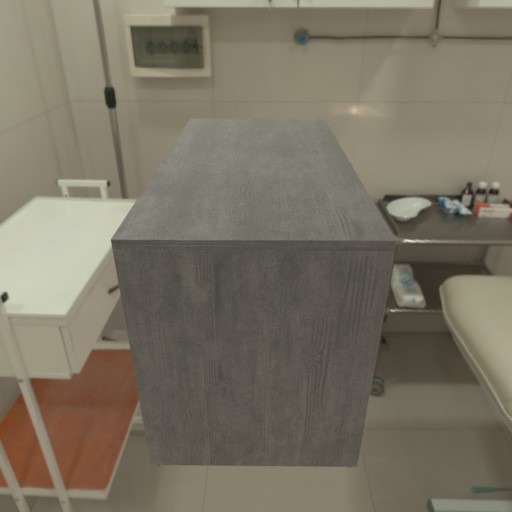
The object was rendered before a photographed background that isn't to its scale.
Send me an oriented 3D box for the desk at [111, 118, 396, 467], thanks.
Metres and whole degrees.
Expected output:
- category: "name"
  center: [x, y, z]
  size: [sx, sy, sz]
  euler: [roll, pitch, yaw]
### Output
- category: "desk"
  center: [0.000, 0.000, 1.634]
  size: [0.600, 0.740, 1.200]
  euler: [0, 29, 1]
